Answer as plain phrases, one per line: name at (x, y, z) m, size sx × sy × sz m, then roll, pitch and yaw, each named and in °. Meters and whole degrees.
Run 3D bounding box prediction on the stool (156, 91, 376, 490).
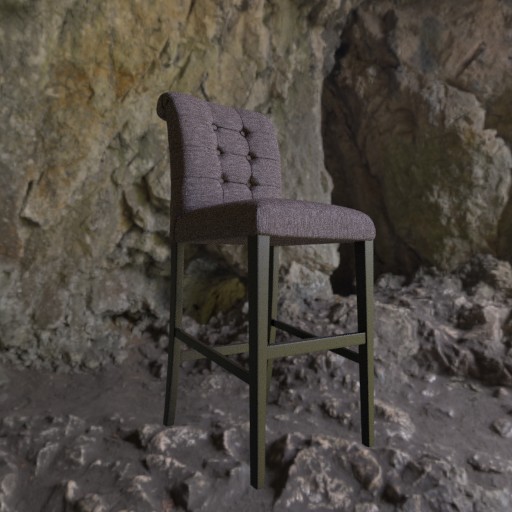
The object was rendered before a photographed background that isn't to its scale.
stool at (0.000, 0.000, 1.428) m, size 0.452 × 1.131 × 0.613 m, roll 1°, pitch -1°, yaw -37°
